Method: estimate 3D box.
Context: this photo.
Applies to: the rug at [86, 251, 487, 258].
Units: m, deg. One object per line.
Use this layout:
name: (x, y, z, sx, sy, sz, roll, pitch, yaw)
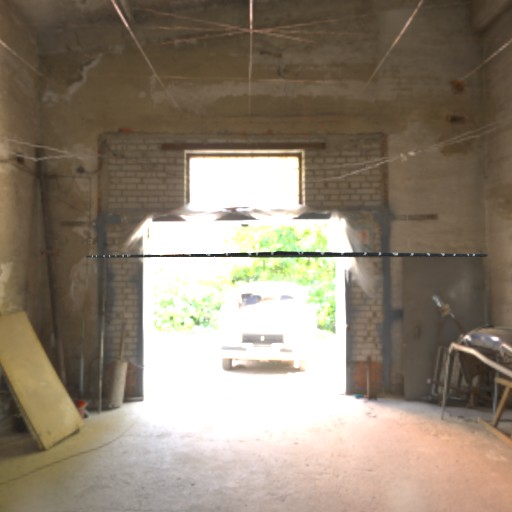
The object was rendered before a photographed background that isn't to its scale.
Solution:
rug: (0.000, 0.000, 2.334, 1.223, 0.013, 1.830, 0, -1, -37)
